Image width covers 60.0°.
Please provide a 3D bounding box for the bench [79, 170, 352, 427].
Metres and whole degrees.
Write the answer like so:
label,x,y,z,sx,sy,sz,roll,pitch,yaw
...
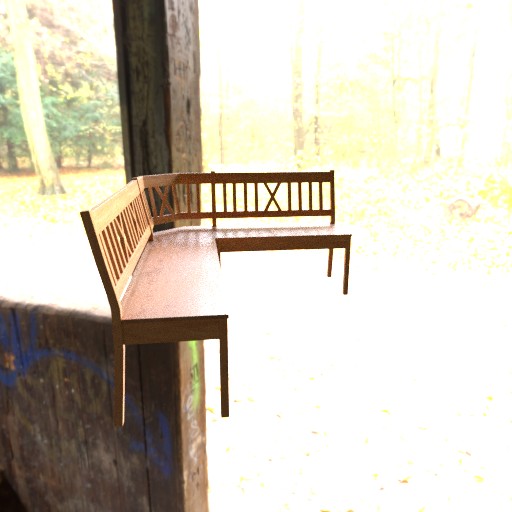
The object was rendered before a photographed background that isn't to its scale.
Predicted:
label,x,y,z,sx,sy,sz,roll,pitch,yaw
bench,0.000,0.000,2.734,1.537,0.902,1.937,-2,15,-7
